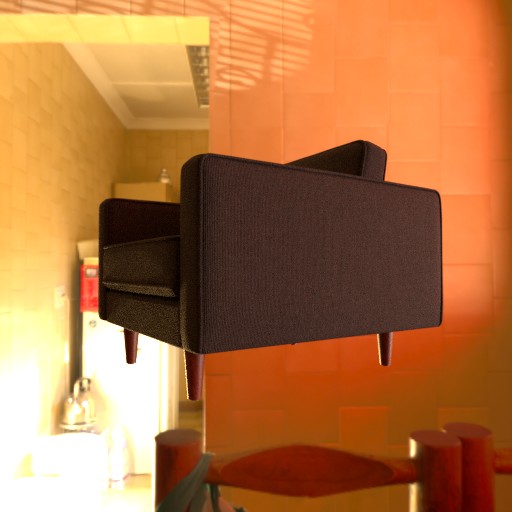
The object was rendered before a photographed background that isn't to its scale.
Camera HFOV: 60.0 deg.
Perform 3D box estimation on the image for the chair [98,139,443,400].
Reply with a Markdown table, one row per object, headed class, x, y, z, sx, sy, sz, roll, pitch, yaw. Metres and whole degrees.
| class | x | y | z | sx | sy | sz | roll | pitch | yaw |
| --- | --- | --- | --- | --- | --- | --- | --- | --- | --- |
| chair | 0.000 | 0.000 | 1.580 | 0.919 | 0.770 | 0.899 | 1 | -2 | -34 |
